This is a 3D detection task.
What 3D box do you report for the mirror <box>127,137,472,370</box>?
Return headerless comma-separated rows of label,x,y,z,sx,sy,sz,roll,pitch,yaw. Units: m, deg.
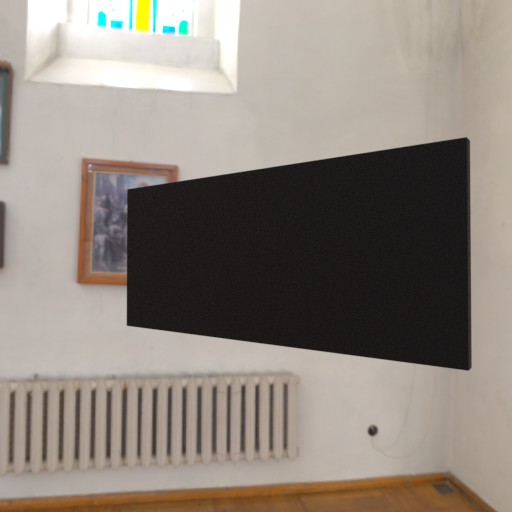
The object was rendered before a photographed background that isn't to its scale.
mirror,0.000,0.000,1.795,1.584,0.692,0.047,-1,-1,36
